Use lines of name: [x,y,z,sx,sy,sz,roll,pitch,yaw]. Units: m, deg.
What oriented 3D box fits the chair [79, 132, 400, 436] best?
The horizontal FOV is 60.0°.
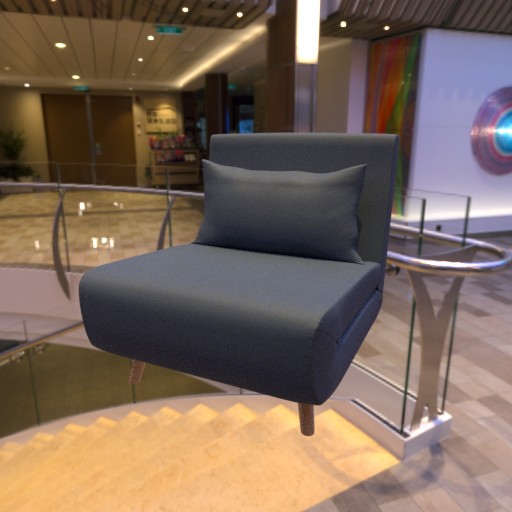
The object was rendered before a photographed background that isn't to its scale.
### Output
chair: [0.000,0.000,1.498,0.770,0.808,0.900,7,17,25]
